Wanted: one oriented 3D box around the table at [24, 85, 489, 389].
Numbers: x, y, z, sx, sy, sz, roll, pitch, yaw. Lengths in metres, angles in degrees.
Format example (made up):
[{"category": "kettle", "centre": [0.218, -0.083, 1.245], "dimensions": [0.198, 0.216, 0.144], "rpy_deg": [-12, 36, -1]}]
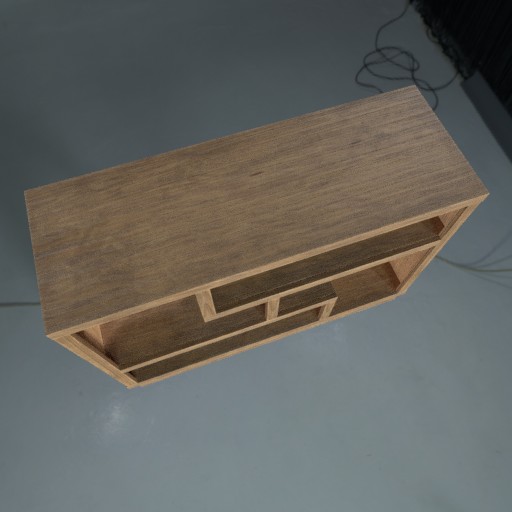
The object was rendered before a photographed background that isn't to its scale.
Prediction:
[{"category": "table", "centre": [0.000, 0.000, 1.507], "dimensions": [1.151, 0.771, 0.410], "rpy_deg": [-18, 66, -8]}]
